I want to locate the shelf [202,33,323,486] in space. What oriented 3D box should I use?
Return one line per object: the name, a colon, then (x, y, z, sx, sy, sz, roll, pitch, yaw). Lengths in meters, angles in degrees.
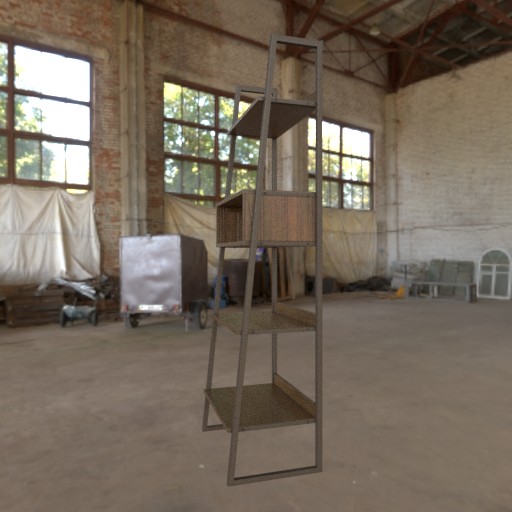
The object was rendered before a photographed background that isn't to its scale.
shelf: (0.000, 0.000, 2.302, 0.454, 2.005, 0.652, 0, 0, -17)
